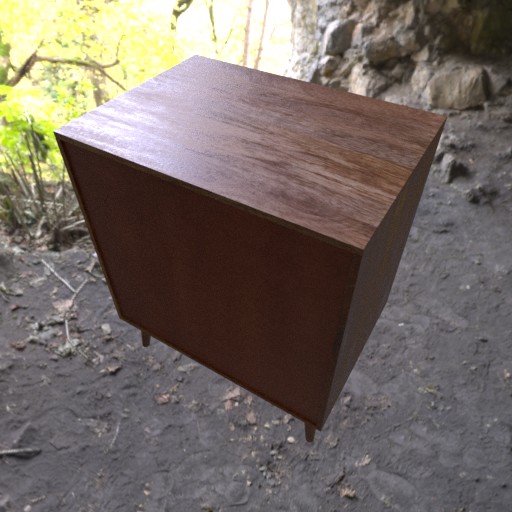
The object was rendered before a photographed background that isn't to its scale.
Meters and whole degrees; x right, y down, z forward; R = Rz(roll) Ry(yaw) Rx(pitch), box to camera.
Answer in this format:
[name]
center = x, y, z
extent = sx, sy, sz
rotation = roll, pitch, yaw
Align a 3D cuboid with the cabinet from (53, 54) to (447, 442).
[cabinet]
center = 0.000, 0.000, 1.161
extent = 0.647, 0.758, 0.473
rotation = 23, 49, 22
